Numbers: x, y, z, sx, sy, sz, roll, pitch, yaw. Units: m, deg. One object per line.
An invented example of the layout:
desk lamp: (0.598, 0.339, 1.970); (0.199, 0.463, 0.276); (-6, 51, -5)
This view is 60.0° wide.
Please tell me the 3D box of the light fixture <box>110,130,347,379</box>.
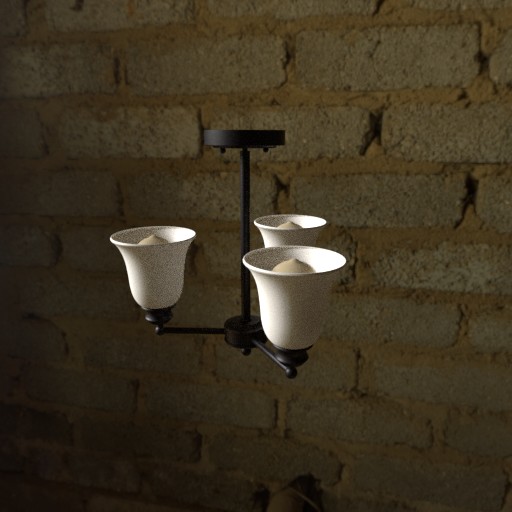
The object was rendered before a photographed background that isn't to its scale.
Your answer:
light fixture: (0.000, 0.000, 0.676); (0.388, 0.370, 0.354); (-8, 17, -26)
